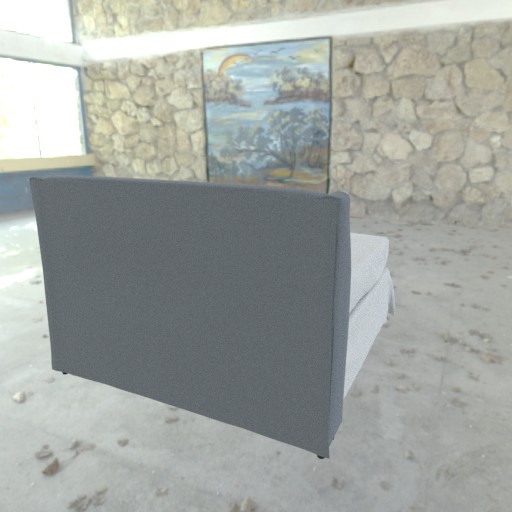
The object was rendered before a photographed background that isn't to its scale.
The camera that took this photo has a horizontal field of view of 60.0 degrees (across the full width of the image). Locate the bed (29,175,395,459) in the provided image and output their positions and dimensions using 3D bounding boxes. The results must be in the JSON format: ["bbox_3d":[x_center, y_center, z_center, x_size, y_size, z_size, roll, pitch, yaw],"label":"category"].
[{"bbox_3d":[0.000,0.000,3.354,1.925,1.332,2.276,8,17,25],"label":"bed"}]
